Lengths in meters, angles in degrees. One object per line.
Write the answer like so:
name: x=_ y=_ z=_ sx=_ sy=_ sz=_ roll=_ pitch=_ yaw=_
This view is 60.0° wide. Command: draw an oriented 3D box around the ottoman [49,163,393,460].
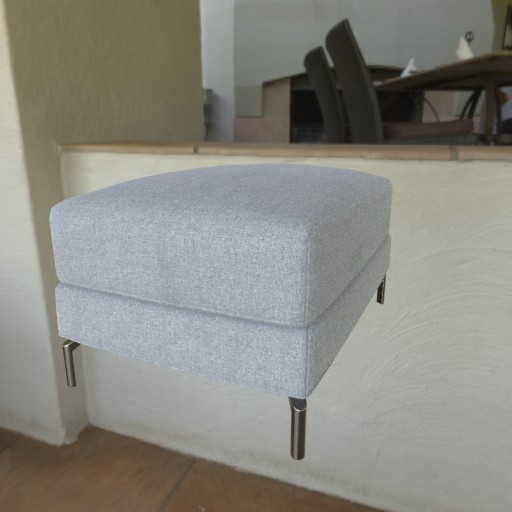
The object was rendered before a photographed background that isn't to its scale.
ottoman: x=0.000 y=0.000 z=1.162 sx=0.584 sy=0.457 sz=0.838 roll=7 pitch=17 yaw=24
